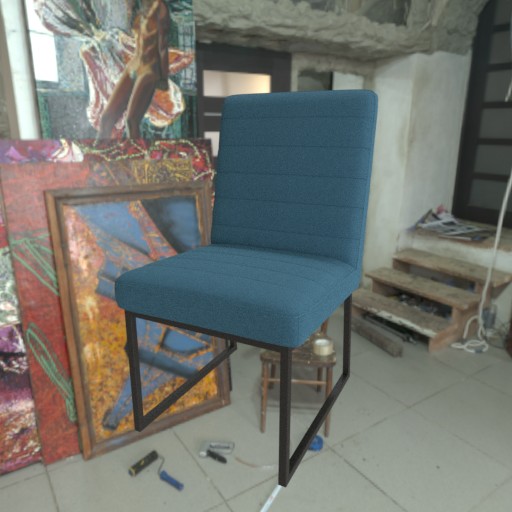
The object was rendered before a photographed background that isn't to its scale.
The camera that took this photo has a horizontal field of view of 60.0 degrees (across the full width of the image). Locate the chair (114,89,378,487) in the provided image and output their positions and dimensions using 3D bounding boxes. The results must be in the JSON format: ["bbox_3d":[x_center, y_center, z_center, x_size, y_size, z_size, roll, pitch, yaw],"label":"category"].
[{"bbox_3d":[0.000,0.000,1.279,0.520,0.930,0.634,8,17,26],"label":"chair"}]
